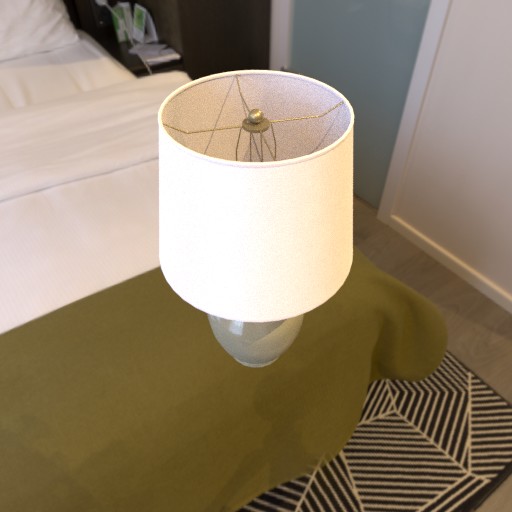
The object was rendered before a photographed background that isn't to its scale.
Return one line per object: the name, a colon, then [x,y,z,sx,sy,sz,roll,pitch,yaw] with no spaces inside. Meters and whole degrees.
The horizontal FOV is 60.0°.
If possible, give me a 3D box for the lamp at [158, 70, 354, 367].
lamp: [0.000,0.000,0.569,0.239,0.399,0.239,0,45,0]
